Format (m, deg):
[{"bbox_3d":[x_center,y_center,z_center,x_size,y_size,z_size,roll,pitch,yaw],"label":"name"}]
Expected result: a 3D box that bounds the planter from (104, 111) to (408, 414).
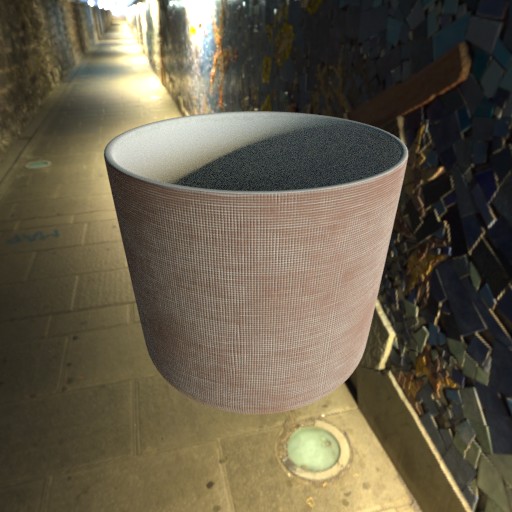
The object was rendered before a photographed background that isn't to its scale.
[{"bbox_3d":[0.000,0.000,0.764,0.440,0.398,0.440,0,29,0],"label":"planter"}]
